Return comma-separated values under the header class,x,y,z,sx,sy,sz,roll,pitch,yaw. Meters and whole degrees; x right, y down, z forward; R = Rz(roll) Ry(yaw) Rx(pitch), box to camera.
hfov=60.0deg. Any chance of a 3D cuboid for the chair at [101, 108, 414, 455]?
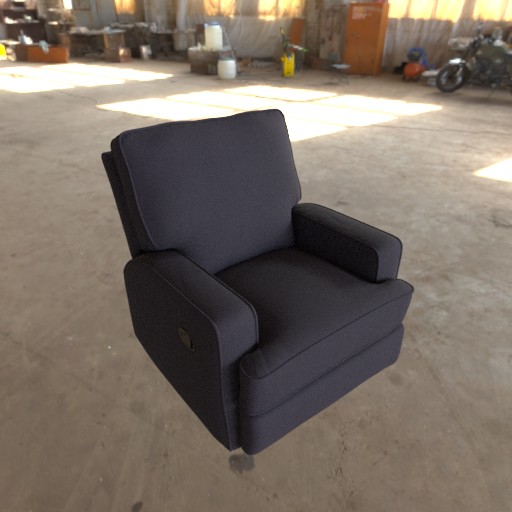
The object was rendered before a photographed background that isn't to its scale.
class,x,y,z,sx,sy,sz,roll,pitch,yaw
chair,0.000,0.000,1.709,0.861,0.962,0.964,-21,36,-32
